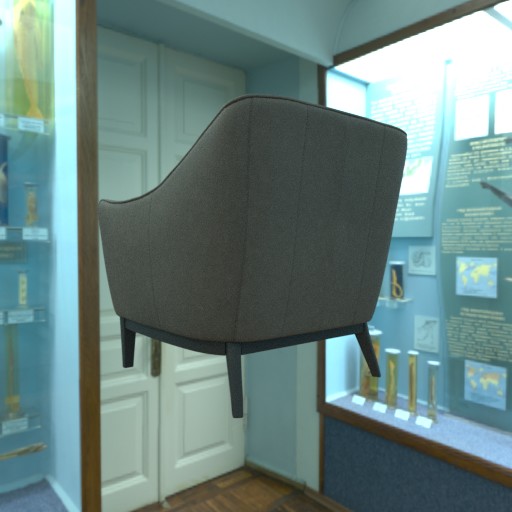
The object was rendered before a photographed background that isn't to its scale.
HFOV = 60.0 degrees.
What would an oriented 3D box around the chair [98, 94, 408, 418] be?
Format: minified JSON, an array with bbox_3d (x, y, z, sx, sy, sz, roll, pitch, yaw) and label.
[{"bbox_3d":[0.000,0.000,1.579,0.871,0.830,0.852,-1,2,-38],"label":"chair"}]
